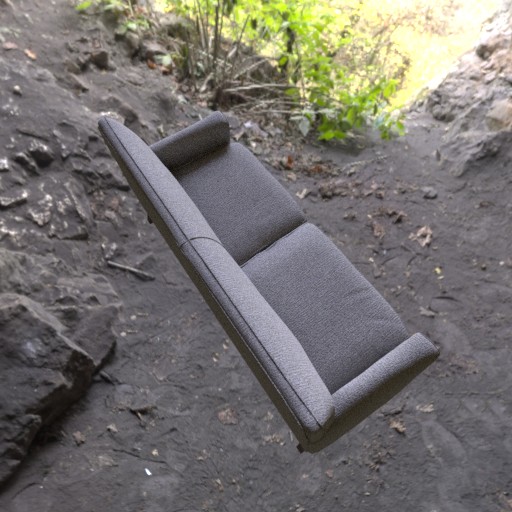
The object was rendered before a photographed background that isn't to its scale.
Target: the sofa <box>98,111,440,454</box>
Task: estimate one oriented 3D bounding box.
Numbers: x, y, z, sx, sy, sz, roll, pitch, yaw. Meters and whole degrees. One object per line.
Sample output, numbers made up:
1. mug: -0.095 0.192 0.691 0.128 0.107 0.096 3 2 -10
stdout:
1. sofa: 0.000 0.000 2.535 0.854 0.942 2.026 -29 62 -17
